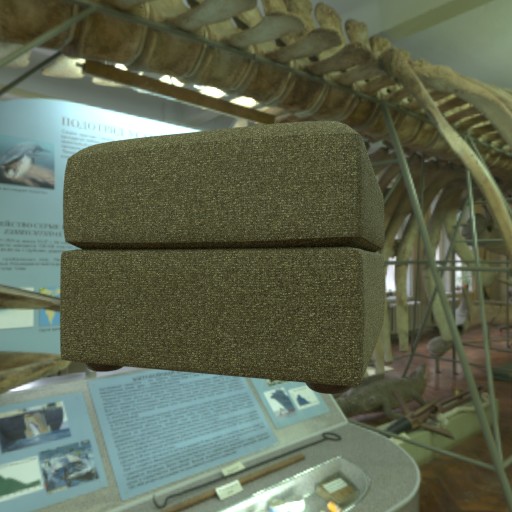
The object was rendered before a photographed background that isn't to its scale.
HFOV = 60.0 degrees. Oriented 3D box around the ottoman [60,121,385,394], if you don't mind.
[{"bbox_3d":[0.000,0.000,1.109,0.598,0.476,0.742,0,-1,19],"label":"ottoman"}]
